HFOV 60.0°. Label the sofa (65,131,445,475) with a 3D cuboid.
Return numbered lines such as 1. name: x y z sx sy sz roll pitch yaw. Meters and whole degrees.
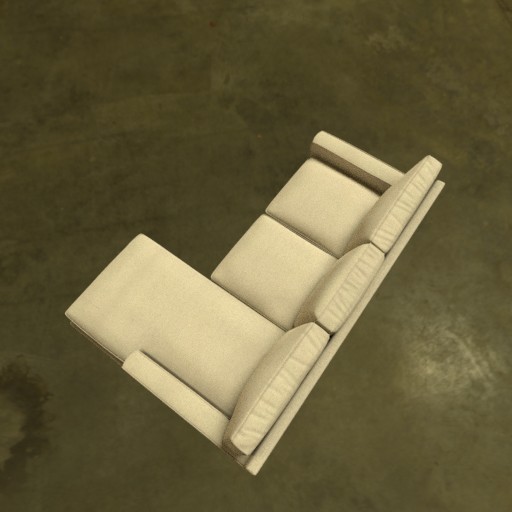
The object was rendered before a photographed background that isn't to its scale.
1. sofa: 0.000 0.000 2.877 1.496 0.861 2.087 33 69 15
